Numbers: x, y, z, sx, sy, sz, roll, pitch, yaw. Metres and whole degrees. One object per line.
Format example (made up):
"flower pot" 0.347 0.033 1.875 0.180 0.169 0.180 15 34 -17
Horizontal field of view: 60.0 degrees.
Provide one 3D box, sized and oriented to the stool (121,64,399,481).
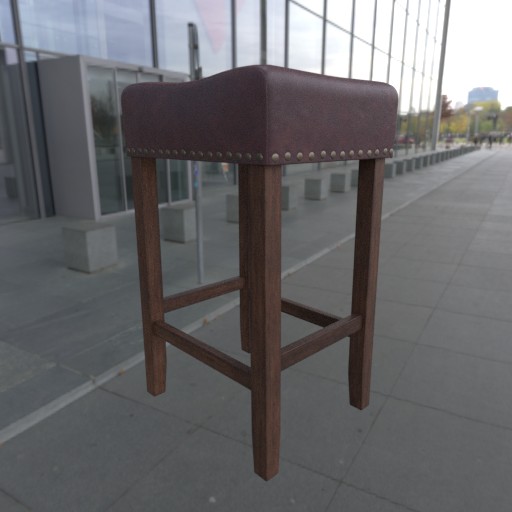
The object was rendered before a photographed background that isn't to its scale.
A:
"stool" 0.000 0.000 1.048 0.401 0.769 0.465 -14 21 -42
